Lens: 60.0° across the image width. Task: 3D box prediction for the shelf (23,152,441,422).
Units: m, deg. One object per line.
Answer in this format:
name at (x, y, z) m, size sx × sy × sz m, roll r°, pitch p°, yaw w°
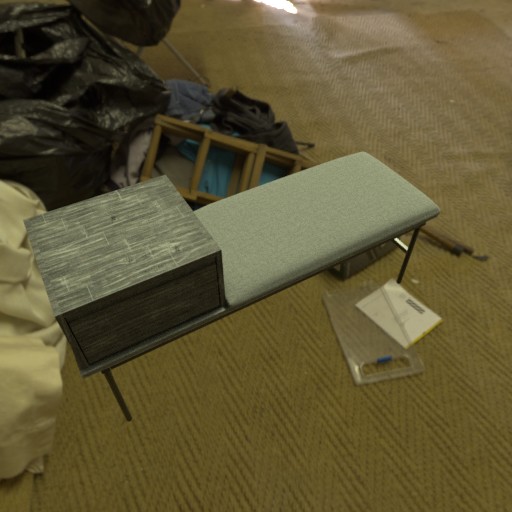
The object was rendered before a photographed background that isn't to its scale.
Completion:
shelf at (0.000, 0.000, 1.614) m, size 1.342 × 0.633 × 0.457 m, roll -23°, pitch 50°, yaw -20°
